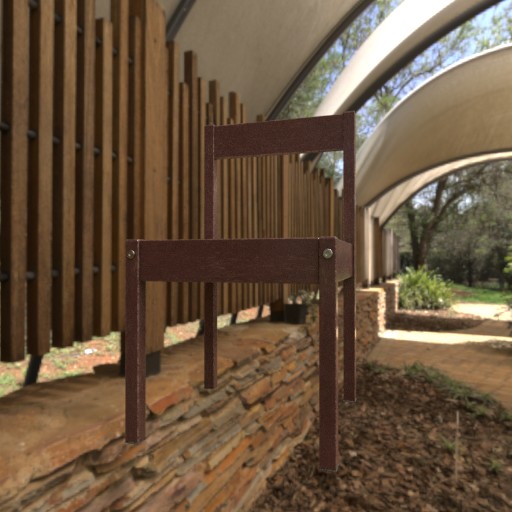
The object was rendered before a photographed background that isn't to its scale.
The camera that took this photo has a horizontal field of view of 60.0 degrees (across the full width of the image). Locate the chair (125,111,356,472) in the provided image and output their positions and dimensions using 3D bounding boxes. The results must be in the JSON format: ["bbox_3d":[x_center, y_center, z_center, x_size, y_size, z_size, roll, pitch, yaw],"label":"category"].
[{"bbox_3d":[0.000,0.000,0.692,0.285,0.505,0.285,0,0,17],"label":"chair"}]
